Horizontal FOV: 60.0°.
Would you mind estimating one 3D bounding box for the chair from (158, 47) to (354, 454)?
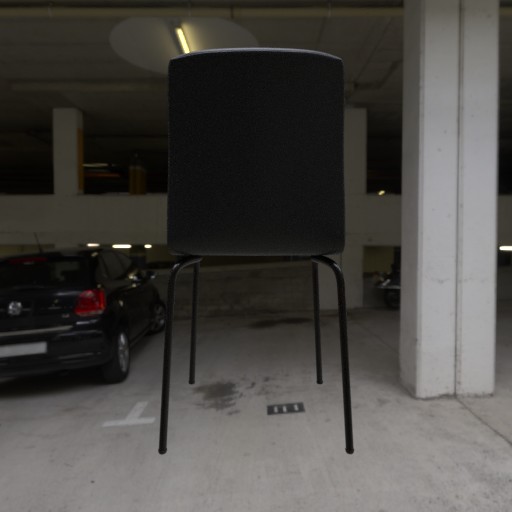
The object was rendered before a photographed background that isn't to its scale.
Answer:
[{"bbox_3d":[0.000,0.000,1.194,0.450,0.872,0.572,0,2,0],"label":"chair"}]
